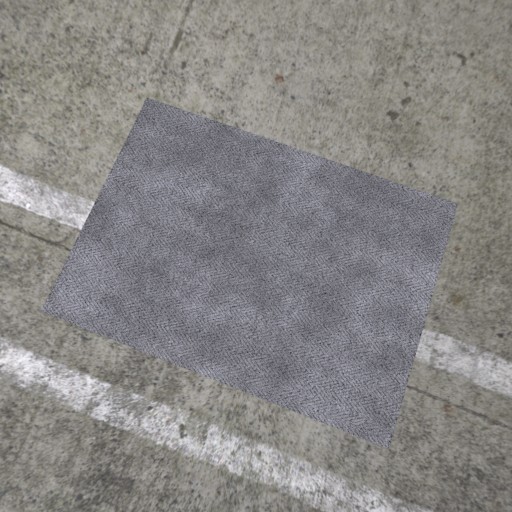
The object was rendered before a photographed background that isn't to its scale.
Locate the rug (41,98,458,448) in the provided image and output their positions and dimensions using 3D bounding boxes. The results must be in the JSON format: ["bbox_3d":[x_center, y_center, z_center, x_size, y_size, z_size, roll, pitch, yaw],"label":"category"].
[{"bbox_3d":[0.000,0.000,2.824,2.235,0.008,1.600,20,77,5],"label":"rug"}]
